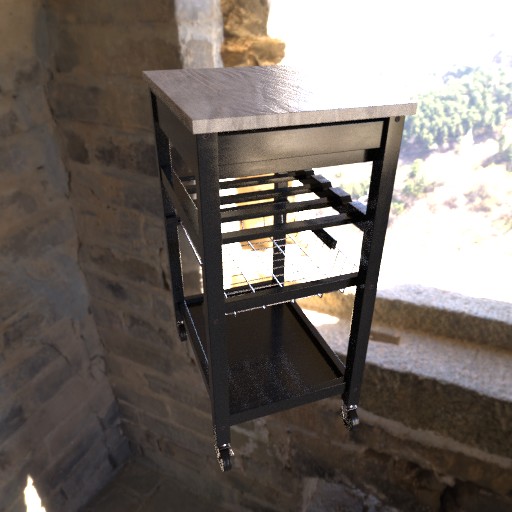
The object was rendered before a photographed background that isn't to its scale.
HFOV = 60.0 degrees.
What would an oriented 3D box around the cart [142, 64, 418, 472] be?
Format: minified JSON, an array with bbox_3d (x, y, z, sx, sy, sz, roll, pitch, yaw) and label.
[{"bbox_3d":[0.000,0.000,1.147,0.403,0.839,0.584,-10,31,-17],"label":"cart"}]
